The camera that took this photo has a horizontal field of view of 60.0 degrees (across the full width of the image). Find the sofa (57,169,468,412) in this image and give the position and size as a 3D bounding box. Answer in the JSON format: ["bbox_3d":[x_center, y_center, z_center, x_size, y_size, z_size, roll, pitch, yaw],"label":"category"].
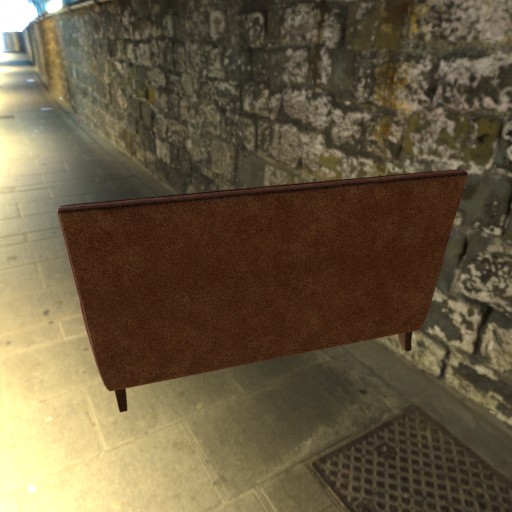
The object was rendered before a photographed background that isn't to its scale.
[{"bbox_3d":[0.000,0.000,2.027,1.473,0.871,0.787,-8,27,-15],"label":"sofa"}]
